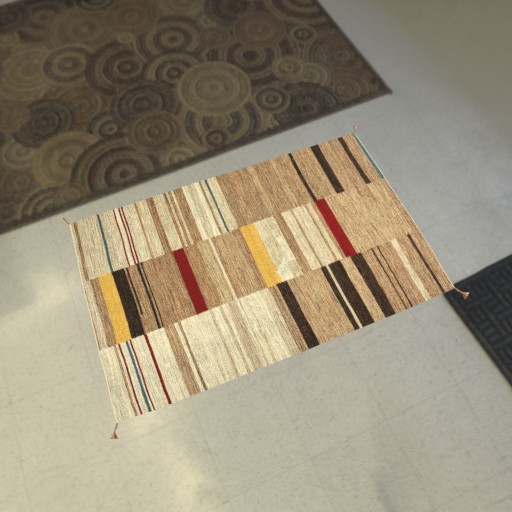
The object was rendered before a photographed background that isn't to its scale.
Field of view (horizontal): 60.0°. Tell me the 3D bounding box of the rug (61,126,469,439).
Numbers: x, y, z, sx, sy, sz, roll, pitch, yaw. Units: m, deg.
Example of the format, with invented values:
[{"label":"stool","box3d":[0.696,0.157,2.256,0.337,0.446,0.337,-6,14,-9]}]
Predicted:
[{"label":"rug","box3d":[0.000,0.000,2.410,1.918,0.007,1.268,-20,65,-9]}]
